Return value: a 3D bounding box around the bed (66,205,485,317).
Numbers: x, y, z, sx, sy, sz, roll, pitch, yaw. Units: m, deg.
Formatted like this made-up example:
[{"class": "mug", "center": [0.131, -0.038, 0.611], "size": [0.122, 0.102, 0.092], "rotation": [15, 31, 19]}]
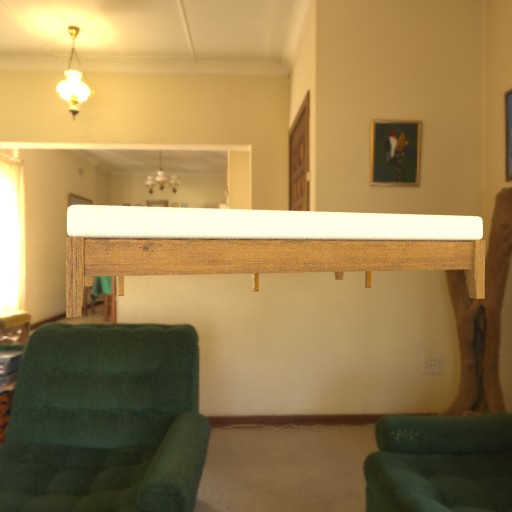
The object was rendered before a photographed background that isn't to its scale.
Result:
[{"class": "bed", "center": [0.000, 0.000, 2.703], "size": [2.016, 0.431, 1.536], "rotation": [0, 1, -19]}]
